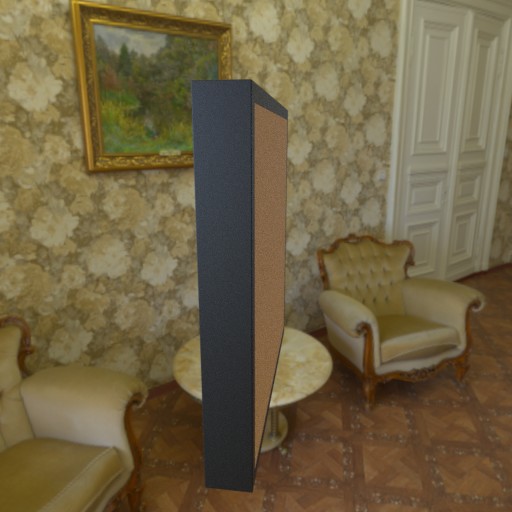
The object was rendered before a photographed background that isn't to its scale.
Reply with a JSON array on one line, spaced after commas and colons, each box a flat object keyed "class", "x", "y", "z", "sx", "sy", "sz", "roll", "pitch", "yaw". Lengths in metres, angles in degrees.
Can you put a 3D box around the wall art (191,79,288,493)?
[{"class": "wall art", "x": 0.000, "y": 0.000, "z": 0.457, "sx": 0.038, "sy": 0.304, "sz": 0.304, "roll": 2, "pitch": 15, "yaw": 8}]
